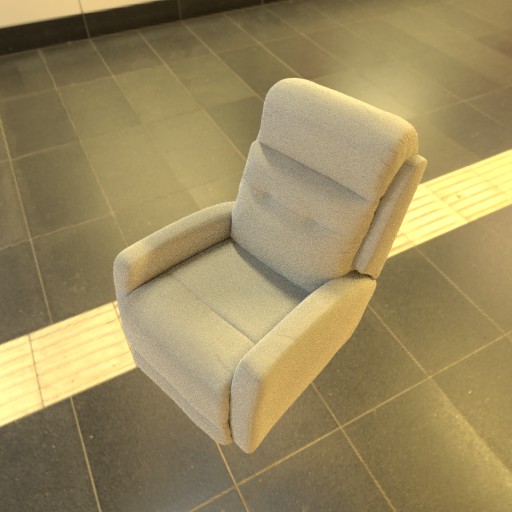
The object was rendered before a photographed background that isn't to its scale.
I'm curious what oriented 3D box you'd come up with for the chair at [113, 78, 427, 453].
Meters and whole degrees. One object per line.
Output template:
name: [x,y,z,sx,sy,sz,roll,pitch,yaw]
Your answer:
chair: [0.000,0.000,1.719,0.798,1.013,1.043,35,57,27]
